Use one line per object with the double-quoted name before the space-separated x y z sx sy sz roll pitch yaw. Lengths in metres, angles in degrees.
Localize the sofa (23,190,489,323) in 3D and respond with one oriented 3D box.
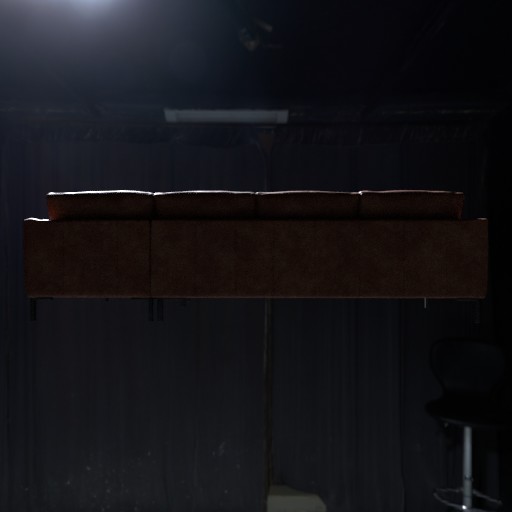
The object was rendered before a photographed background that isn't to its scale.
"sofa" 0.000 0.000 3.544 2.993 0.859 1.471 0 -1 1
